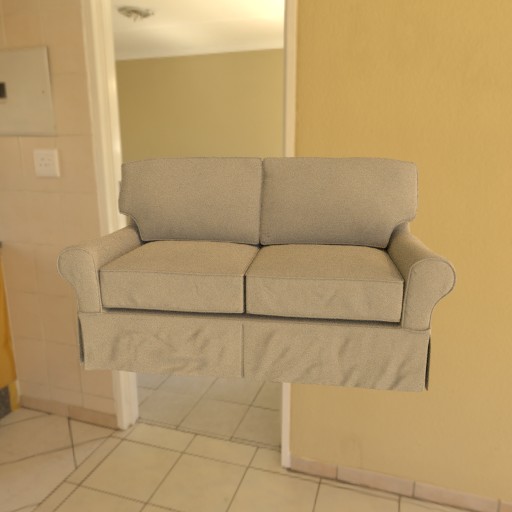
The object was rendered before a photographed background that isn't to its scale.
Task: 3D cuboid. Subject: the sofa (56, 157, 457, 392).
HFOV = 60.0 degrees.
[{"bbox_3d":[0.000,0.000,2.358,1.823,1.024,0.841,2,13,8],"label":"sofa"}]
